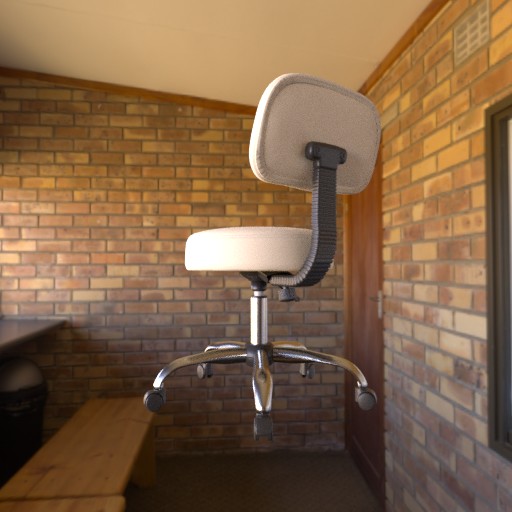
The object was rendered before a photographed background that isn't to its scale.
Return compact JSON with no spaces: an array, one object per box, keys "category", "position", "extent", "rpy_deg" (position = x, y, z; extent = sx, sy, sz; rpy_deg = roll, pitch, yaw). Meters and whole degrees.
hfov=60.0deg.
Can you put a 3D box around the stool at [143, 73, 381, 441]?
[{"category":"stool","position":[0.000,0.000,1.271],"extent":[0.609,0.810,0.616],"rpy_deg":[1,-2,-37]}]
